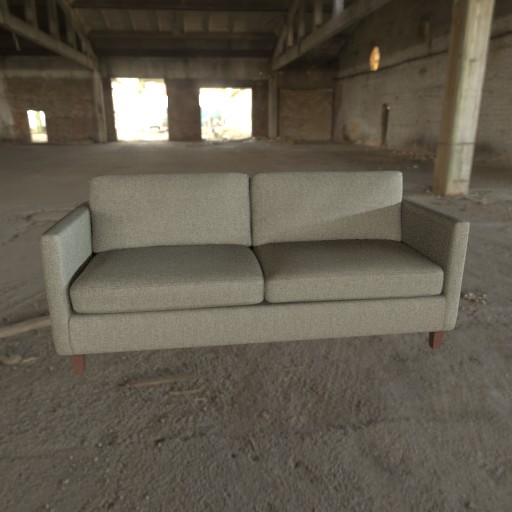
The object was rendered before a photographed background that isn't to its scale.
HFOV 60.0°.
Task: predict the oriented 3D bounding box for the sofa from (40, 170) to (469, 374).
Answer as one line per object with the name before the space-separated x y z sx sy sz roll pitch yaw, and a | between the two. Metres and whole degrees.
sofa | 0.000 0.000 2.712 2.208 0.960 0.956 -2 17 -7
